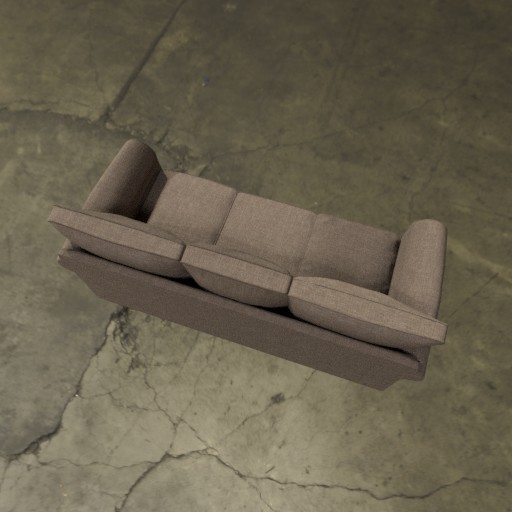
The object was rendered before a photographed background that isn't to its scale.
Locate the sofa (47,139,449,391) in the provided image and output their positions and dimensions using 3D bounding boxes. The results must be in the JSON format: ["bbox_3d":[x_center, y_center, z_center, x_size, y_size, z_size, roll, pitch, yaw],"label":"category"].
[{"bbox_3d":[0.000,0.000,2.659,2.084,0.961,0.916,17,65,8],"label":"sofa"}]
